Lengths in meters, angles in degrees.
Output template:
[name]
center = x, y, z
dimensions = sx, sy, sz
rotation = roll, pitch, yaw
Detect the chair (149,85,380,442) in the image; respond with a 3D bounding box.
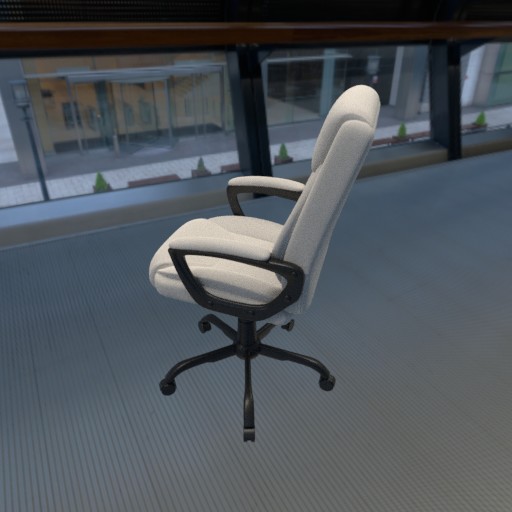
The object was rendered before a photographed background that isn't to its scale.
[chair]
center = 0.000, 0.000, 1.483
dimensions = 0.669, 1.065, 0.663
rotation = 8, 31, 14
